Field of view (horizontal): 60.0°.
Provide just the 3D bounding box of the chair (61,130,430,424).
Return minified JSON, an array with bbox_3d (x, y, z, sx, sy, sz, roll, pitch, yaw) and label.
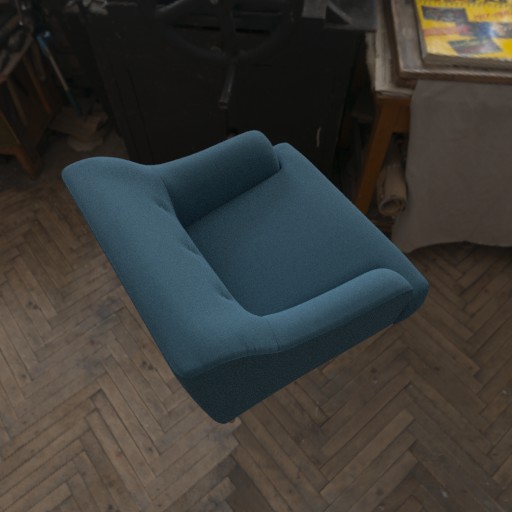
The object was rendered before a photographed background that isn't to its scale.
[{"bbox_3d":[0.000,0.000,1.655,0.951,0.818,0.946,-29,62,-18],"label":"chair"}]
